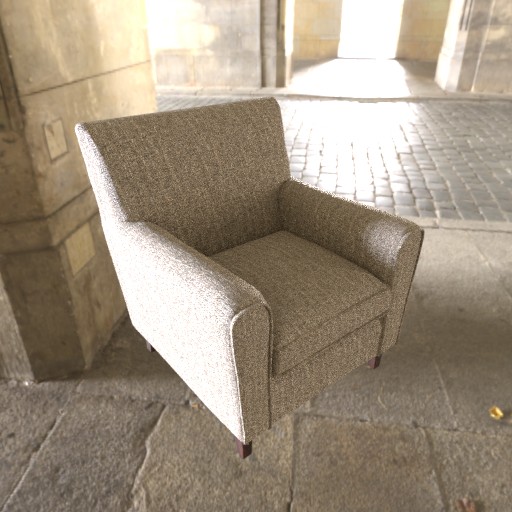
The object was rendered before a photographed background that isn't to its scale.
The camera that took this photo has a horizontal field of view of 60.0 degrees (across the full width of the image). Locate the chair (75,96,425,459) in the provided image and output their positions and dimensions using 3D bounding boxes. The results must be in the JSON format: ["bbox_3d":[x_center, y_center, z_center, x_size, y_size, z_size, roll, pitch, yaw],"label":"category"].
[{"bbox_3d":[0.000,0.000,1.626,0.864,0.928,0.873,-21,35,-33],"label":"chair"}]
